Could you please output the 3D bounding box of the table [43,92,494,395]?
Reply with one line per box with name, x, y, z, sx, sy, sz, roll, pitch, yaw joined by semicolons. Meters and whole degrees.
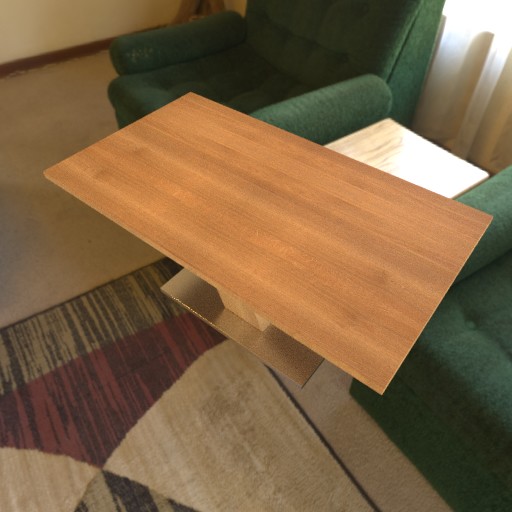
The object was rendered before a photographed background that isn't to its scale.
table;0.000;0.000;2.062;1.600;0.750;0.900;30;54;25
